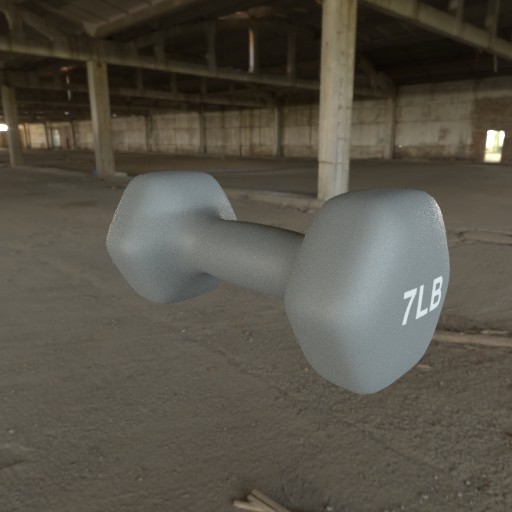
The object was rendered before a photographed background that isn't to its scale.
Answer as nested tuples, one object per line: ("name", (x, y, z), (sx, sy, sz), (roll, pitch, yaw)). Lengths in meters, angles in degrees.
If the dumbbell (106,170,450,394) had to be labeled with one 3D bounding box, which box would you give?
("dumbbell", (0.000, 0.000, 0.234), (0.090, 0.081, 0.184), (-14, 21, -43))
